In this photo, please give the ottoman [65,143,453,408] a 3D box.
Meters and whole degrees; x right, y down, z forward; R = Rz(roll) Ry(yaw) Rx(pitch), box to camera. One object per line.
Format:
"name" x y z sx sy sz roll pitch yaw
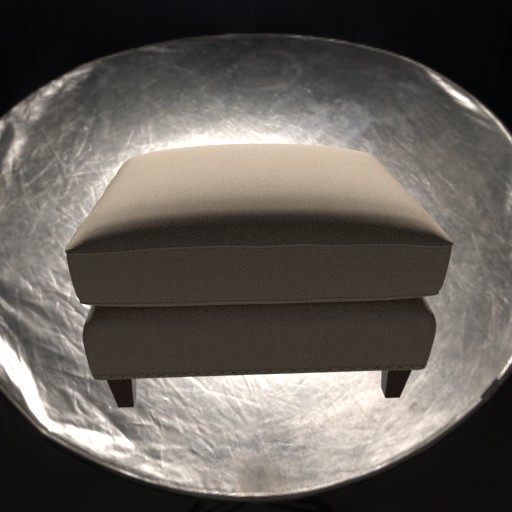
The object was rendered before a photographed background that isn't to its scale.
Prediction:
"ottoman" 0.000 0.000 1.150 0.741 0.513 0.584 -1 30 -2
